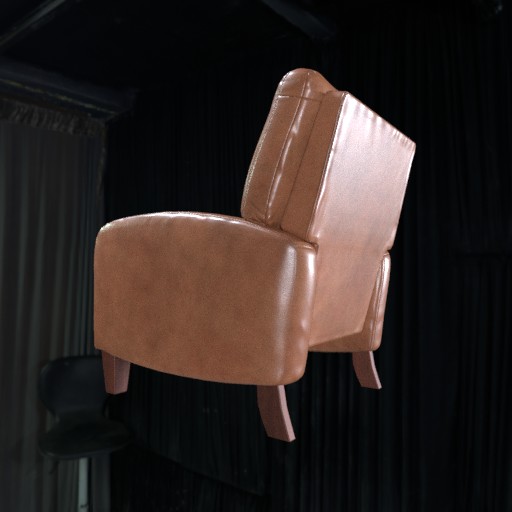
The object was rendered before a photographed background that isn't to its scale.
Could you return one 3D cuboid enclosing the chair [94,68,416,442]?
[{"bbox_3d":[0.000,0.000,1.627,0.990,0.990,0.762,-1,-2,36],"label":"chair"}]
